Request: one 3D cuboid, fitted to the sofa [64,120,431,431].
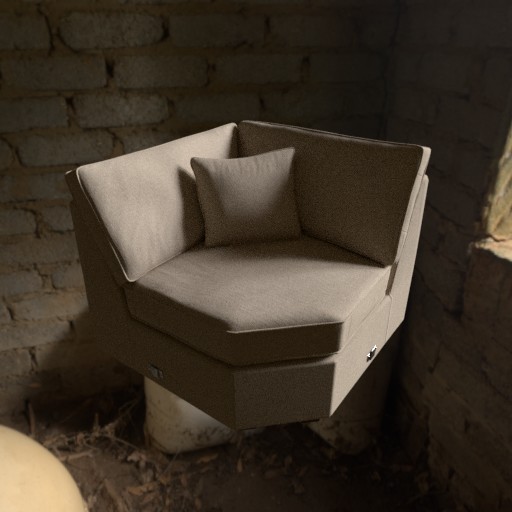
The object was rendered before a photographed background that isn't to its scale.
[{"bbox_3d":[0.000,0.000,1.857,1.042,0.937,1.050,19,32,32],"label":"sofa"}]
